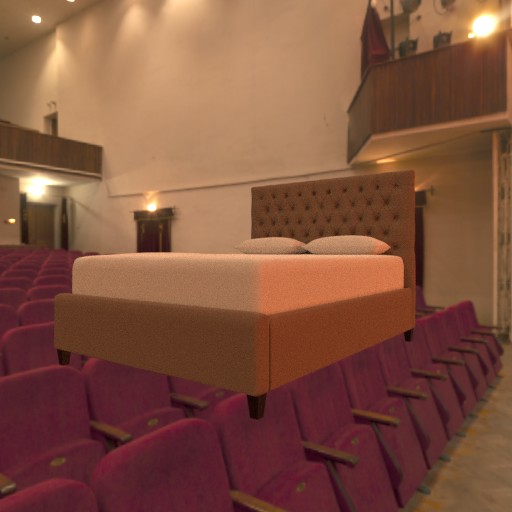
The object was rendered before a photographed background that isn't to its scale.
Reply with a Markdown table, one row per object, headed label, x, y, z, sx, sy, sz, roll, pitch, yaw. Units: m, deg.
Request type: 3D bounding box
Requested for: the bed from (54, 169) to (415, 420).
| label | x | y | z | sx | sy | sz | roll | pitch | yaw |
| --- | --- | --- | --- | --- | --- | --- | --- | --- | --- |
| bed | 0.000 | 0.000 | 3.304 | 1.696 | 1.426 | 2.233 | 0 | 1 | 36 |
